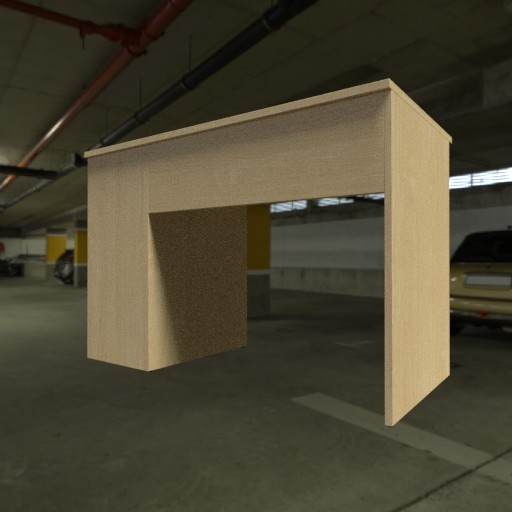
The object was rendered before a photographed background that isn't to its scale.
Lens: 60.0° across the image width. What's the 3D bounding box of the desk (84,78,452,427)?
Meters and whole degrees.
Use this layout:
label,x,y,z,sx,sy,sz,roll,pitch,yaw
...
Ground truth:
label,x,y,z,sx,sy,sz,roll,pitch,yaw
desk,0.000,0.000,1.471,1.097,0.735,0.560,0,0,36
